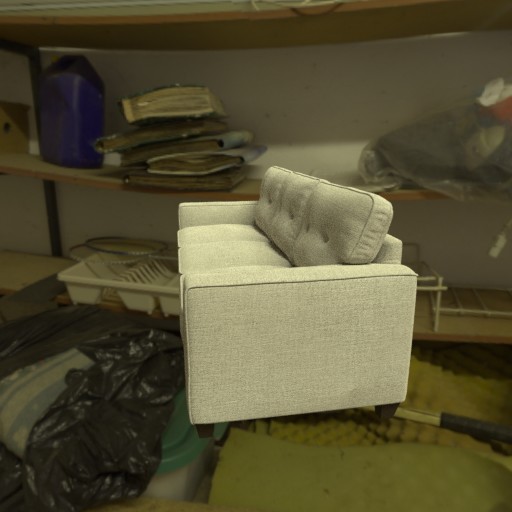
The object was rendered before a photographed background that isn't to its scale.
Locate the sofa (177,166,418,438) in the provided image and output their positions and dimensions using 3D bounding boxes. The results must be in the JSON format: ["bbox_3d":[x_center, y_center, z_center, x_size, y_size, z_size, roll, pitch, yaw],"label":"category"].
[{"bbox_3d":[0.000,0.000,2.694,0.939,0.965,2.133,-3,15,-10],"label":"sofa"}]
